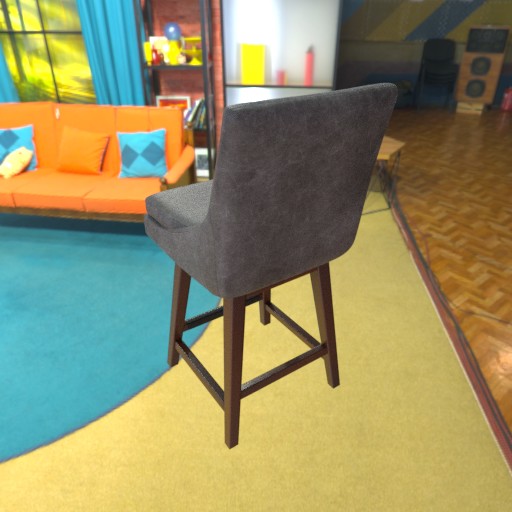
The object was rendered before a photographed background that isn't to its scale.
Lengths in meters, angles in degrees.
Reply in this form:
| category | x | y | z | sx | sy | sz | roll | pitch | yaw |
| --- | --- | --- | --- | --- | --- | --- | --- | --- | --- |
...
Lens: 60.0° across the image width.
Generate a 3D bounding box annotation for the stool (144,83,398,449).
| category | x | y | z | sx | sy | sz | roll | pitch | yaw |
| --- | --- | --- | --- | --- | --- | --- | --- | --- | --- |
| stool | 0.000 | 0.000 | 1.374 | 0.492 | 1.046 | 0.587 | -19 | 35 | -29 |
